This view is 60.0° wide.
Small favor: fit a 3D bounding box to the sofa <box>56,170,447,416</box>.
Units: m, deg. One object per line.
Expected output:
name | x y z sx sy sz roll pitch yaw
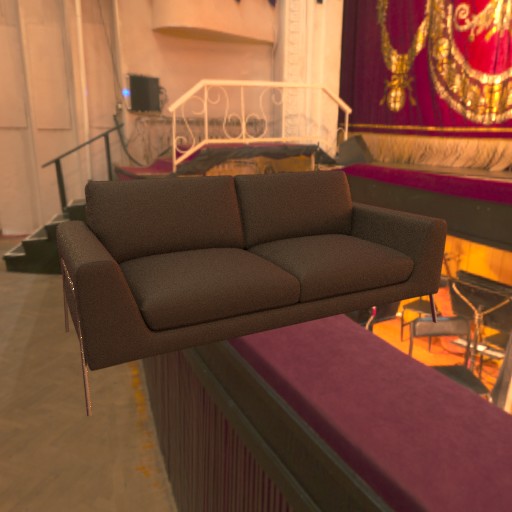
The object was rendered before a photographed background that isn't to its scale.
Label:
sofa | 0.000 0.000 2.522 2.017 0.875 0.953 -8 17 -27
